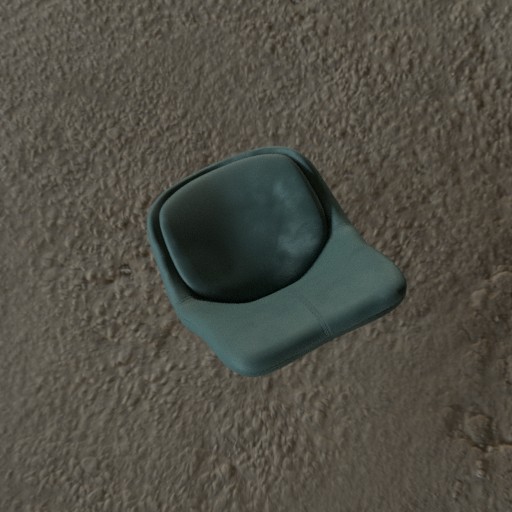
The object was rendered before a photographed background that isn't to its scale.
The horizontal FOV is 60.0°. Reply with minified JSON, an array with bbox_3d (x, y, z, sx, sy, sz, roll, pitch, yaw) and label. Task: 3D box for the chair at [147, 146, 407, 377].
[{"bbox_3d":[0.000,0.000,1.163,0.483,0.865,0.547,-25,77,-6],"label":"chair"}]
